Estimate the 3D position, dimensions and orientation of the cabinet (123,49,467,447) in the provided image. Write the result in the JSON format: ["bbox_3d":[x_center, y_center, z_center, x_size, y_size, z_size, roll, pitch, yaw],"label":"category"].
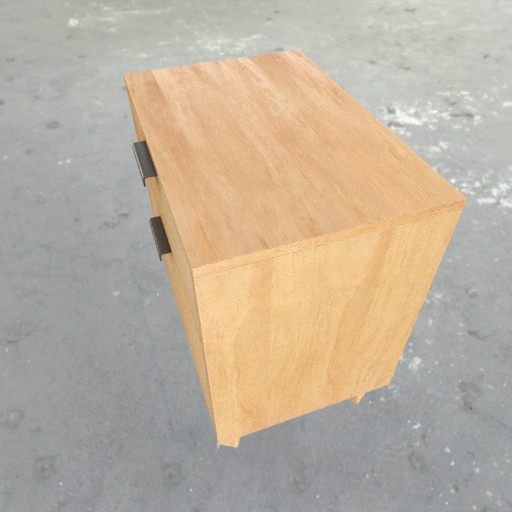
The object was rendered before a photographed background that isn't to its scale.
[{"bbox_3d":[0.000,0.000,0.932,0.394,0.599,0.551,-14,47,-14],"label":"cabinet"}]
